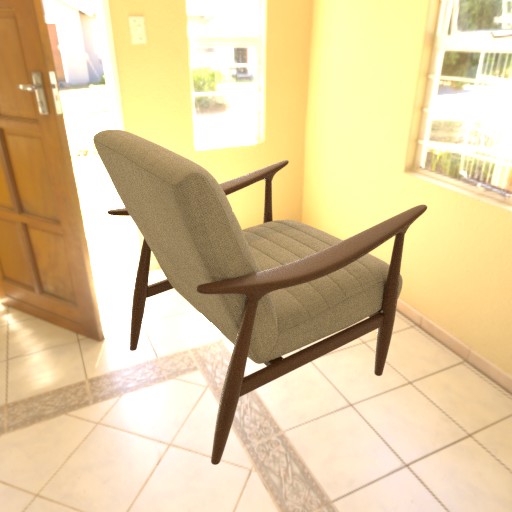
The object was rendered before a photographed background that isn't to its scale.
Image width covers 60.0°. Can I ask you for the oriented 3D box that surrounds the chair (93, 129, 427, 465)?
[{"bbox_3d":[0.000,0.000,1.463,0.798,0.832,0.741,-18,31,-31],"label":"chair"}]
